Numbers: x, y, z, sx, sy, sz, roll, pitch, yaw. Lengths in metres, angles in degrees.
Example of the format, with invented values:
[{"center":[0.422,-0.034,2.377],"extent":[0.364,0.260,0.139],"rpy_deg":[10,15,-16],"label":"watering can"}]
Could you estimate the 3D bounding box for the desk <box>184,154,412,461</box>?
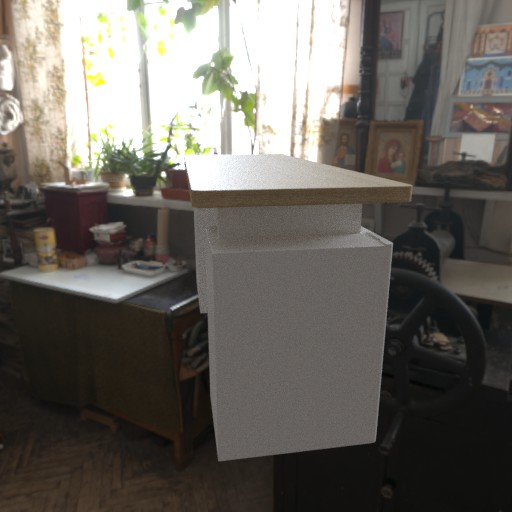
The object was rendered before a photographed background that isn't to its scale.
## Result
[{"center":[0.000,0.000,1.862],"extent":[0.550,0.755,1.500],"rpy_deg":[-3,16,-9],"label":"desk"}]
